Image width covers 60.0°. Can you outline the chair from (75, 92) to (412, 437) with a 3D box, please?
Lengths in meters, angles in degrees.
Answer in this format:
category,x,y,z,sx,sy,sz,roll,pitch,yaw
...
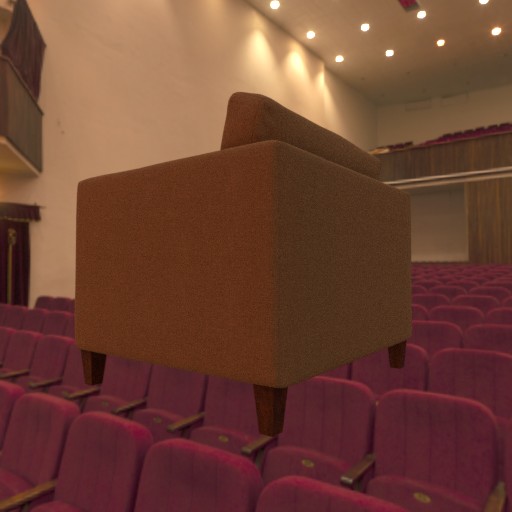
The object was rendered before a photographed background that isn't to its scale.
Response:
category,x,y,z,sx,sy,sz,roll,pitch,yaw
chair,0.000,0.000,1.817,0.959,0.963,1.107,-1,-2,37
